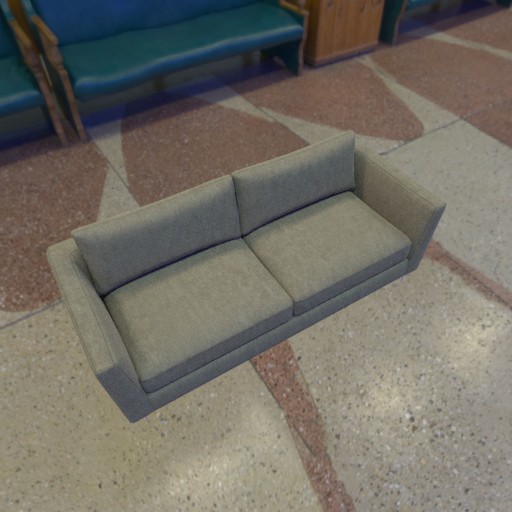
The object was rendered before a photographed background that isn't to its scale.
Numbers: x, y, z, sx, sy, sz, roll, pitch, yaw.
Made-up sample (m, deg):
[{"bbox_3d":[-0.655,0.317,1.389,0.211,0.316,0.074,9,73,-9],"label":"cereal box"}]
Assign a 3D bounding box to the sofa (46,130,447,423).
[{"bbox_3d":[0.000,0.000,2.659,2.121,0.864,0.889,-24,52,-21],"label":"sofa"}]
